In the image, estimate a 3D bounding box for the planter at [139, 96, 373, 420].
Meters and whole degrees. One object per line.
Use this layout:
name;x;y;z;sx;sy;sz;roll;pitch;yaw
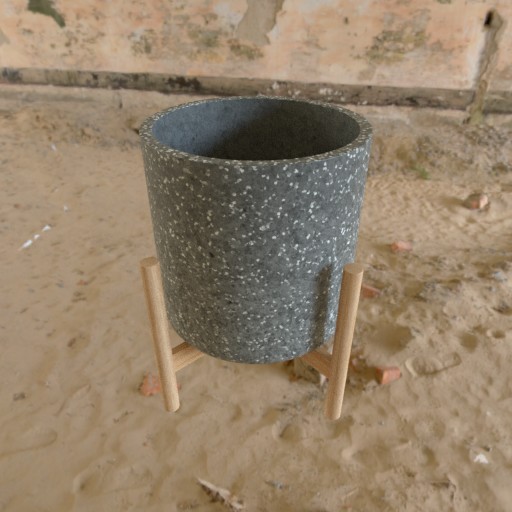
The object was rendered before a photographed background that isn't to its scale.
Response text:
planter;0.000;0.000;0.701;0.360;0.419;0.360;-11;34;-16
